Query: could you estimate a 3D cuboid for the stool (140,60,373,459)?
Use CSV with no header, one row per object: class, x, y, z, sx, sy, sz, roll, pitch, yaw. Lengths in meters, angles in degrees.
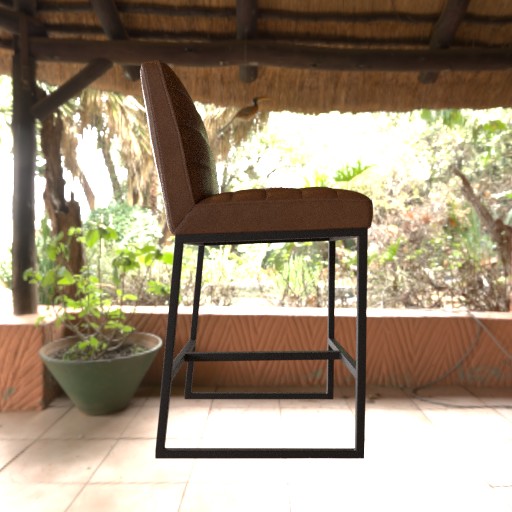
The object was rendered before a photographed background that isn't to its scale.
stool,0.000,0.000,1.245,0.556,0.940,0.458,0,0,0
